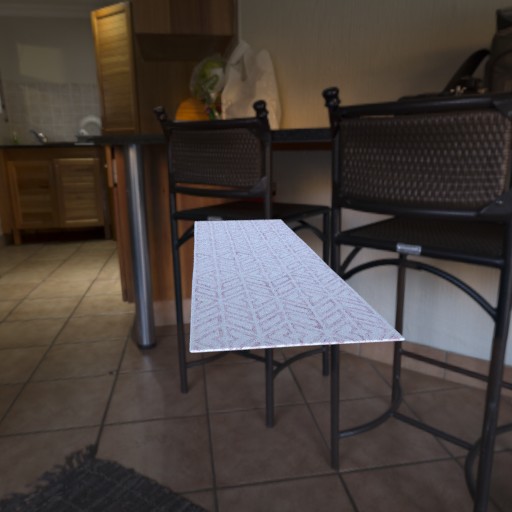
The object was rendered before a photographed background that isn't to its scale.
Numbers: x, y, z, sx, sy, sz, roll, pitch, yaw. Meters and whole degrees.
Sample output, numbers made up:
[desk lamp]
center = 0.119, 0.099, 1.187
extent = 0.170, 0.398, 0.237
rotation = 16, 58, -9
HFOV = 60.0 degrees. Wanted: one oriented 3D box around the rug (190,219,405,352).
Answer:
[rug]
center = 0.000, 0.000, 2.679
extent = 0.750, 0.009, 2.435
rotation = -2, 15, -7
